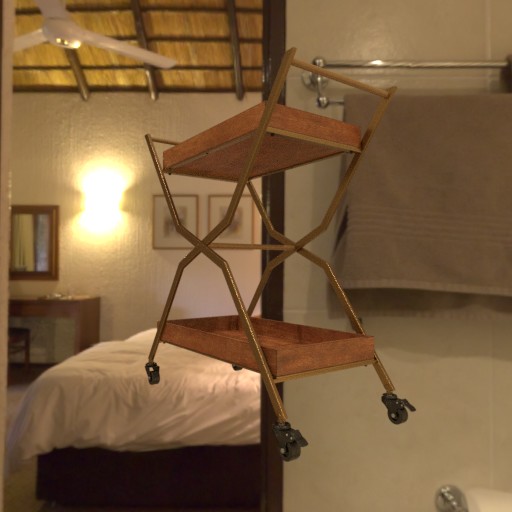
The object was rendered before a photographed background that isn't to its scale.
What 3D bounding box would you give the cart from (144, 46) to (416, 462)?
[{"bbox_3d":[0.000,0.000,1.340,0.405,0.869,0.836,1,-2,-36],"label":"cart"}]
